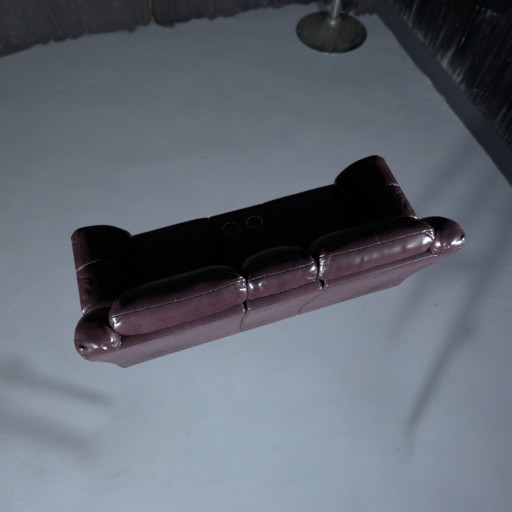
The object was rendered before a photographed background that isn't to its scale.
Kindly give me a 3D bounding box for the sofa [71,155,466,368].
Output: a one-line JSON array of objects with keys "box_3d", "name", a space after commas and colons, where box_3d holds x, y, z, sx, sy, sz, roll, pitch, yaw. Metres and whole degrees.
[{"box_3d": [0.000, 0.000, 2.667, 2.058, 1.043, 0.991, -15, 60, -9], "name": "sofa"}]
